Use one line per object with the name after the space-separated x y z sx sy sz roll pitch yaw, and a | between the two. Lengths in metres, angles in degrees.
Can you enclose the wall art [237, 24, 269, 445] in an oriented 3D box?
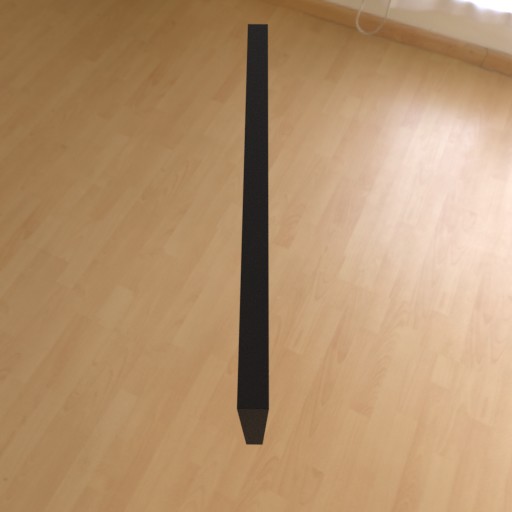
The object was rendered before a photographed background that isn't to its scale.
0.000 0.000 0.746 0.030 0.454 0.554 1 63 0 | wall art
